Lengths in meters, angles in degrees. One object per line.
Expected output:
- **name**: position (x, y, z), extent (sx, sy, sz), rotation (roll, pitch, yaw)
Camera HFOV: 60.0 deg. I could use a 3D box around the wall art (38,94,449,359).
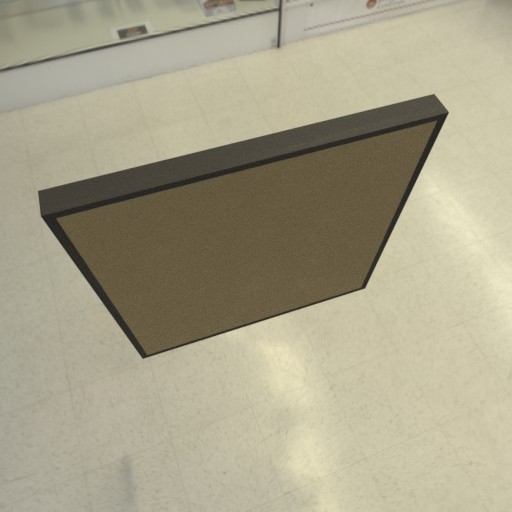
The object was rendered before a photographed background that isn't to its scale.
- **wall art**: position (0.000, 0.000, 0.753), extent (0.509, 0.507, 0.037), rotation (-16, 61, -9)
